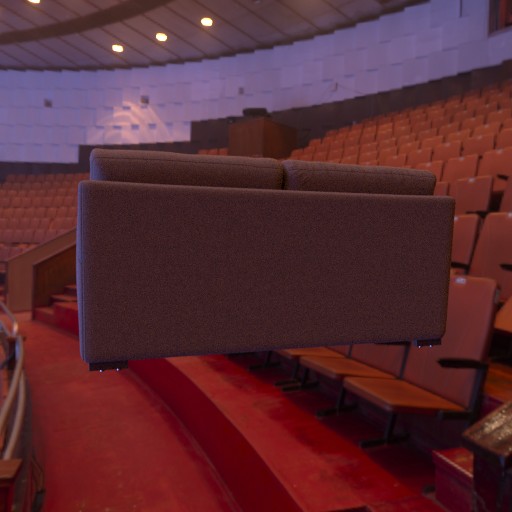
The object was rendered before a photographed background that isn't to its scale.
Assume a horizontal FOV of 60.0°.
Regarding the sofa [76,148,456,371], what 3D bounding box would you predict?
[{"bbox_3d":[0.000,0.000,2.529,1.869,0.950,1.140,0,1,-17],"label":"sofa"}]
